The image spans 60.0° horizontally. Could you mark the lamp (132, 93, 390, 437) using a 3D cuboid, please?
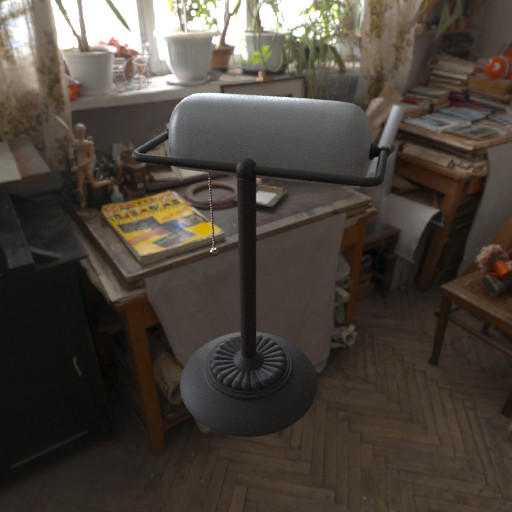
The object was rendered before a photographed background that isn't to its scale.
[{"bbox_3d":[0.000,0.000,0.520,0.264,0.339,0.243,9,33,14],"label":"lamp"}]
